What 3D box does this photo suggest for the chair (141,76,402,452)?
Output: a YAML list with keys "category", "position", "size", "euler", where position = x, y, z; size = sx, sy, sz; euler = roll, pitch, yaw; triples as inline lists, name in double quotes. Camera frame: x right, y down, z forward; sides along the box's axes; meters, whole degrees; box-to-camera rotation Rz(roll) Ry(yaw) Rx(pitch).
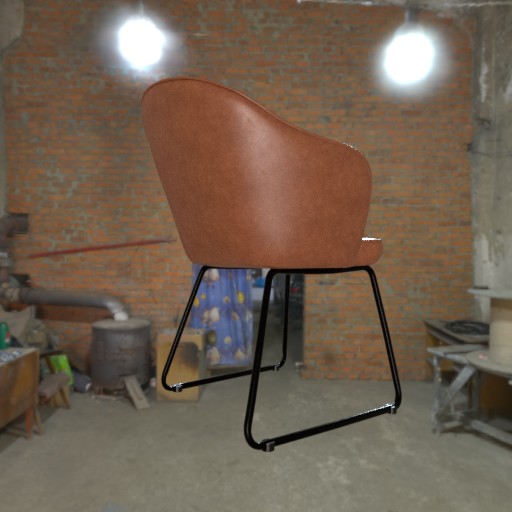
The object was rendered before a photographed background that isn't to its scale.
- category: "chair"
  position: [0.000, 0.000, 1.174]
  size: [0.580, 0.785, 0.582]
  euler: [0, 1, -35]
